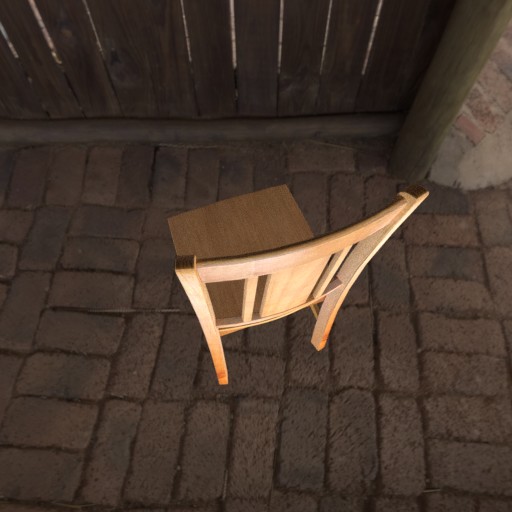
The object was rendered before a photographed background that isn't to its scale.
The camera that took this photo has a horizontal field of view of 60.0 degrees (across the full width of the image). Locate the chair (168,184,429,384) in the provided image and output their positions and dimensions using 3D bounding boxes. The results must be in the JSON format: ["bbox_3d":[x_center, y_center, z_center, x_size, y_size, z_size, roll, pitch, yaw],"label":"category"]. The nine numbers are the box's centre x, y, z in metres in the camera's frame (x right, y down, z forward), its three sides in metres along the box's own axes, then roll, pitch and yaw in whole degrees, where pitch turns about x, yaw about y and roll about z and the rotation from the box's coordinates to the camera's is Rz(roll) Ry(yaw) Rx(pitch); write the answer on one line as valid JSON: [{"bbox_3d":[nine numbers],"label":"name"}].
[{"bbox_3d":[0.000,0.000,1.274,0.450,0.998,0.556,-17,61,-10],"label":"chair"}]
